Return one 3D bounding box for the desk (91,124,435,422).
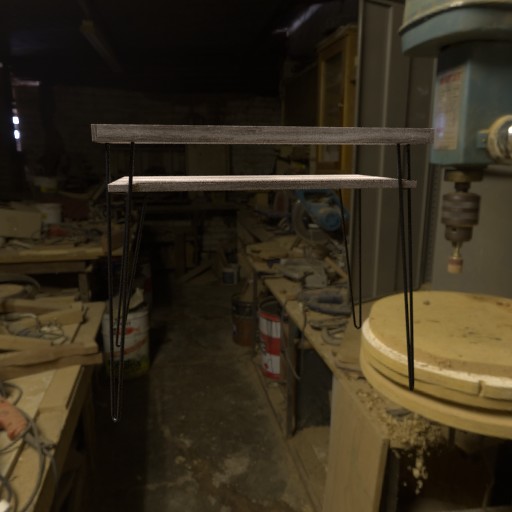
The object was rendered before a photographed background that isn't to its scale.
[{"bbox_3d":[0.000,0.000,1.662,1.135,0.899,0.605,-2,13,-10],"label":"desk"}]
